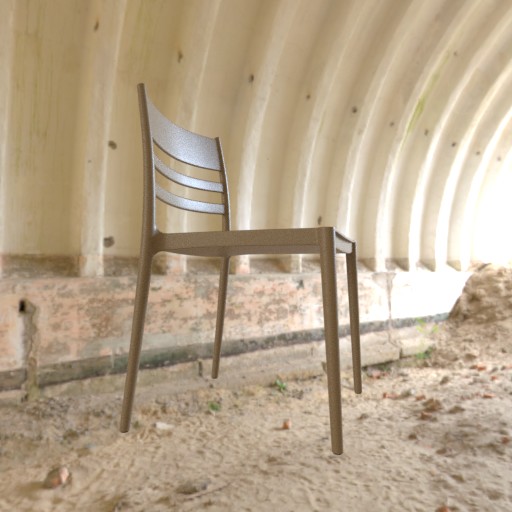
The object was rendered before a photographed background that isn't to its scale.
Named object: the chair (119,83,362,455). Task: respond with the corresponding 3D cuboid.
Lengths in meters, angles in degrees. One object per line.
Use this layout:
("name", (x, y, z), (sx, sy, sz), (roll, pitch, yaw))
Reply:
("chair", (0.000, 0.000, 1.180), (0.511, 0.800, 0.531), (0, -2, 18))
